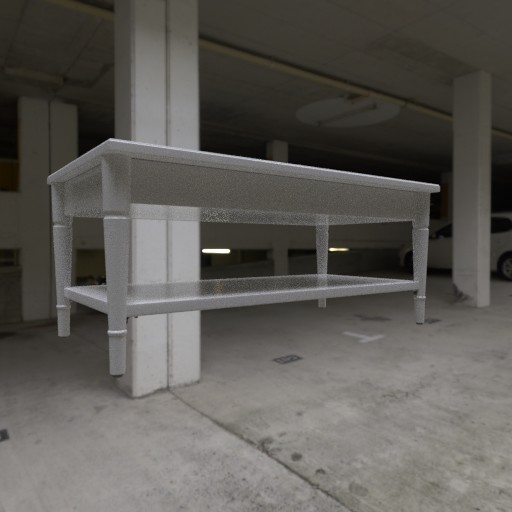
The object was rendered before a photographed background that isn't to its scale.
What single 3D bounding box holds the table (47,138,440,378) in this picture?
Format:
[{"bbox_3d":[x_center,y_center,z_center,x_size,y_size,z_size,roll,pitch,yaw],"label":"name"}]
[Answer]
[{"bbox_3d":[0.000,0.000,1.355,1.067,0.457,0.559,-1,2,-36],"label":"table"}]
